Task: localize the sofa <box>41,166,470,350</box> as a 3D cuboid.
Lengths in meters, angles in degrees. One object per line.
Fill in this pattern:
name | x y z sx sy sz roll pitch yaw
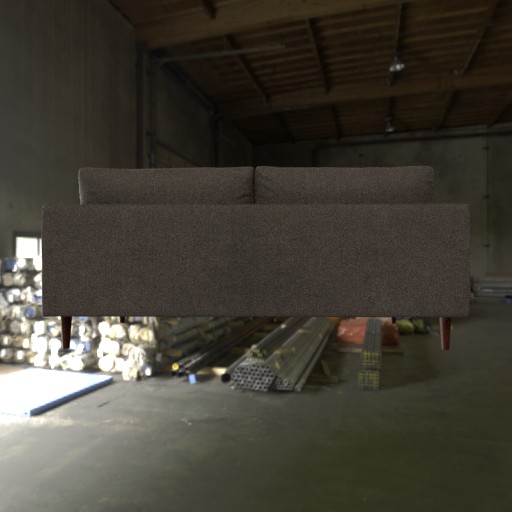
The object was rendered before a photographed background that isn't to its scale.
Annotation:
sofa | 0.000 0.000 2.485 1.948 0.868 1.020 0 0 1
